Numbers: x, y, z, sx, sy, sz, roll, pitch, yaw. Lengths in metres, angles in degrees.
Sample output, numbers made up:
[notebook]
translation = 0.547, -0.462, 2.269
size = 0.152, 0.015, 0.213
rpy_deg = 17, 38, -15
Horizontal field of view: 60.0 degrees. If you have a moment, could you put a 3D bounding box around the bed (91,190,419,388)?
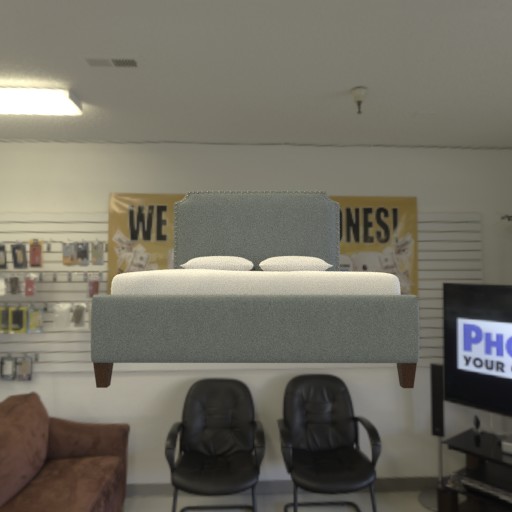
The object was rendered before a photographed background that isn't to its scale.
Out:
[bed]
translation = 0.000, 0.000, 3.446
size = 1.712, 1.443, 2.372
rpy_deg = 0, -2, 0
